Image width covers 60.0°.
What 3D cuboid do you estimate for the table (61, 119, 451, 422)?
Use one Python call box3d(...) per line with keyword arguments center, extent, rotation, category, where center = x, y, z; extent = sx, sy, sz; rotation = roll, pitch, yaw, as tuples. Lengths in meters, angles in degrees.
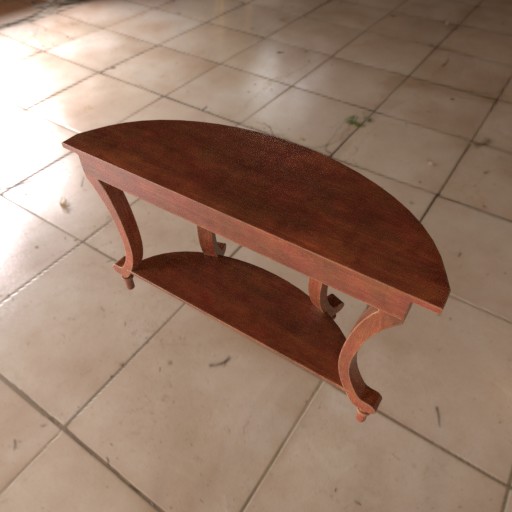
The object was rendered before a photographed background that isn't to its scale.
box3d(center=(0.000, 0.000, 1.530), extent=(1.198, 0.699, 0.394), rotation=(25, 51, 22), category="table")
